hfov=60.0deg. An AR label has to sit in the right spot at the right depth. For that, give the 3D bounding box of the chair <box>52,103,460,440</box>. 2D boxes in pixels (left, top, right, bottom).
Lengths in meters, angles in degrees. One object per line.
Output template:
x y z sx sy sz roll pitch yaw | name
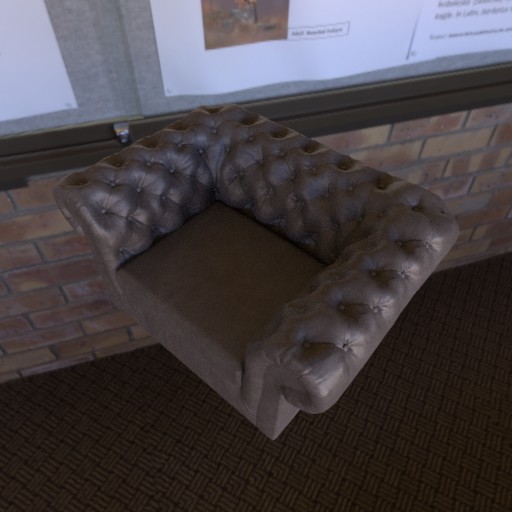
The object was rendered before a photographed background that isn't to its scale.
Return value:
0.000 0.000 1.859 1.298 0.780 0.943 33 55 26 | chair
